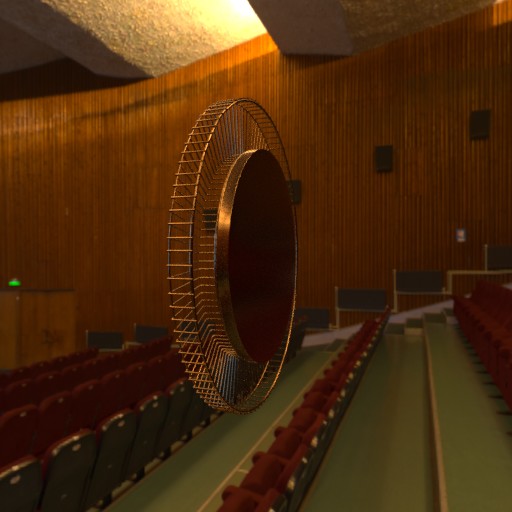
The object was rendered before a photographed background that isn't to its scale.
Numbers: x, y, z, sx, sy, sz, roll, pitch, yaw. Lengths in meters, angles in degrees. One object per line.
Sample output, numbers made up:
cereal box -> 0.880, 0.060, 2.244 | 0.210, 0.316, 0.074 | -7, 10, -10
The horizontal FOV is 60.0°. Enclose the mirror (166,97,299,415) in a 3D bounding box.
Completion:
mirror -> 0.000, 0.000, 1.042 | 0.067, 0.703, 0.703 | 0, 1, 19
